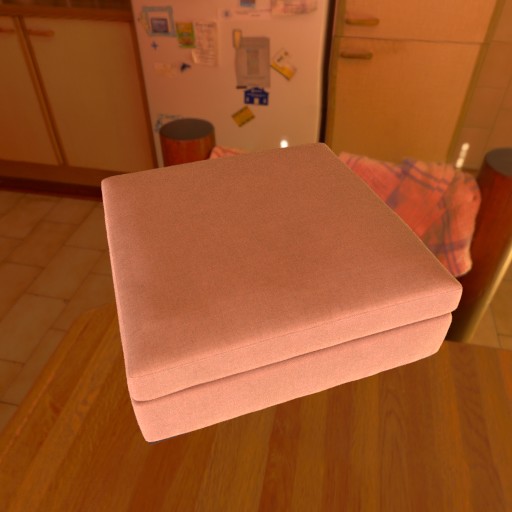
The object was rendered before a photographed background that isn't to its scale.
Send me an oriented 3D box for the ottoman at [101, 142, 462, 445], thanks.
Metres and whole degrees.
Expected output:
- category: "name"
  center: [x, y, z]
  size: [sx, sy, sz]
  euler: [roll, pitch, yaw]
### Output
- category: "ottoman"
  center: [0.000, 0.000, 1.896]
  size: [1.203, 0.517, 1.171]
  euler: [-13, 43, -14]
